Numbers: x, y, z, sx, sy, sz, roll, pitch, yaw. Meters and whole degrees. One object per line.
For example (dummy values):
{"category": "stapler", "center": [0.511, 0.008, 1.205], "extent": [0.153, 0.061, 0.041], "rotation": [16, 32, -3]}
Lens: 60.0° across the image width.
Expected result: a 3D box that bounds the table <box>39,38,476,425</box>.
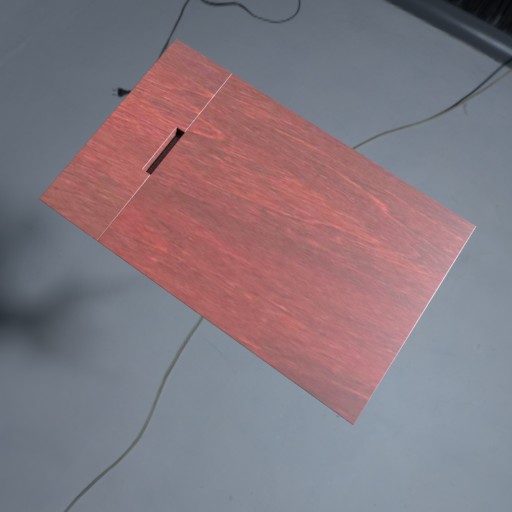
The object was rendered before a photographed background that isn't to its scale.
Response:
{"category": "table", "center": [0.000, 0.000, 0.989], "extent": [0.584, 0.612, 0.356], "rotation": [34, 79, 7]}
